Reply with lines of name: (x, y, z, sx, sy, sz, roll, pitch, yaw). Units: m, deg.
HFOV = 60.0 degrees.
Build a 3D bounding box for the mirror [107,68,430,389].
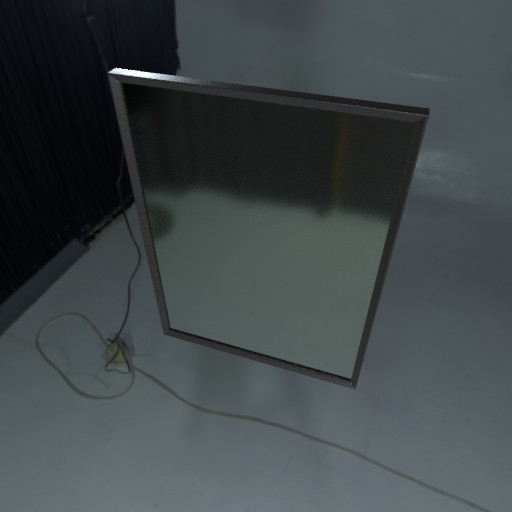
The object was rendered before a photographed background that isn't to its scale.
mirror: (0.000, 0.000, 1.348, 0.762, 1.016, 0.041, 13, 43, 14)
